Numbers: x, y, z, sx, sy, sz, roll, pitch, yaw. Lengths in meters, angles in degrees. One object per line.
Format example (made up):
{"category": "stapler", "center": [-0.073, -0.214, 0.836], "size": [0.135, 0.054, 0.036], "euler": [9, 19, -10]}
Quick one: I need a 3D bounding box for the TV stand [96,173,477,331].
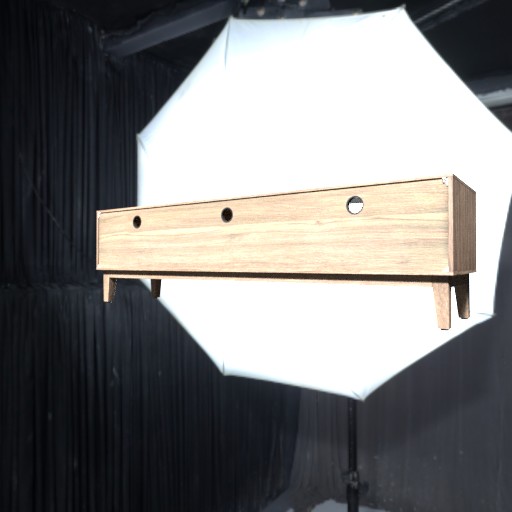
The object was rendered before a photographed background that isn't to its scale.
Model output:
{"category": "TV stand", "center": [0.000, 0.000, 1.703], "size": [1.482, 0.409, 0.366], "euler": [-1, -1, 35]}
